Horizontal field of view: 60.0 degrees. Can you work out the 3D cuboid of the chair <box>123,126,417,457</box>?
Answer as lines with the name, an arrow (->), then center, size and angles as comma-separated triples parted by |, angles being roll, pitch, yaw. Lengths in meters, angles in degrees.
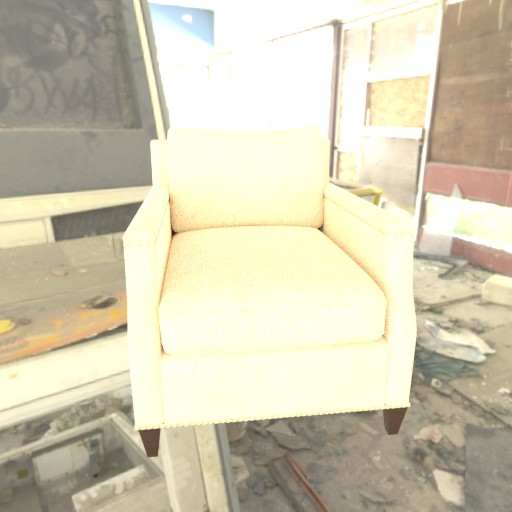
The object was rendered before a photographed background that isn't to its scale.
chair -> 0.000, 0.000, 1.693 | 0.838, 0.940, 1.041 | -2, 18, -7
